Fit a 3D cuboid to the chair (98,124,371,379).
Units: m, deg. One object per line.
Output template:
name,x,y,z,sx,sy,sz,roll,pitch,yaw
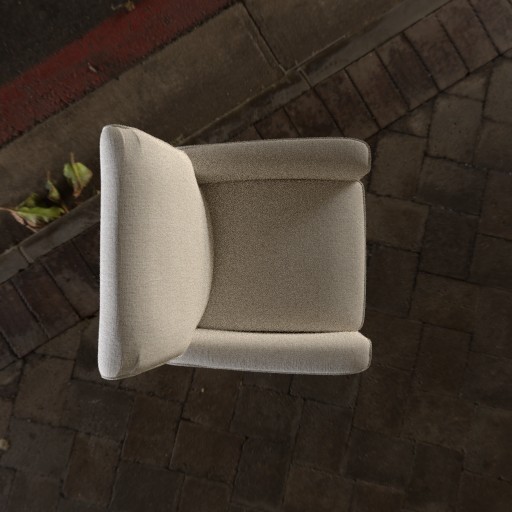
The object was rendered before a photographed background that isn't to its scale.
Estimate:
chair,0.000,0.000,1.648,0.858,1.028,0.841,0,89,0
